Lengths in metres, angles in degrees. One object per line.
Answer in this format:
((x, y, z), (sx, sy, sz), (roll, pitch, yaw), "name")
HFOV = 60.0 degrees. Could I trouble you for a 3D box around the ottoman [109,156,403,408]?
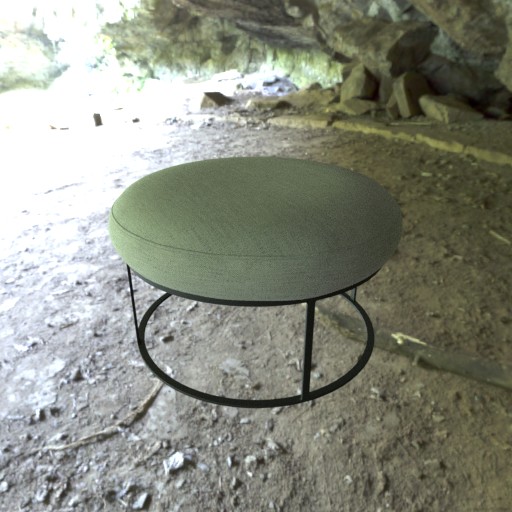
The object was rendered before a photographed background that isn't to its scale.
((0.000, 0.000, 1.261), (0.769, 0.459, 0.769), (0, 25, 0), "ottoman")
